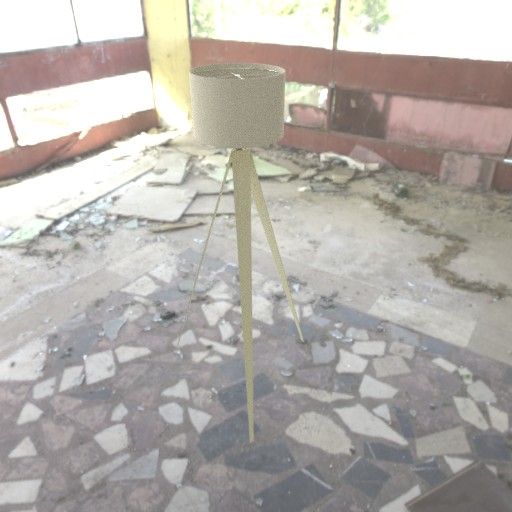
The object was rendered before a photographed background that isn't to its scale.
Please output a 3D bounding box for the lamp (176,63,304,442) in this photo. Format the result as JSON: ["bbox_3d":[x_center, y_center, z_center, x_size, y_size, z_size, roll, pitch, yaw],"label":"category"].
[{"bbox_3d":[0.000,0.000,1.962,0.724,1.524,0.716,-11,33,-17],"label":"lamp"}]
